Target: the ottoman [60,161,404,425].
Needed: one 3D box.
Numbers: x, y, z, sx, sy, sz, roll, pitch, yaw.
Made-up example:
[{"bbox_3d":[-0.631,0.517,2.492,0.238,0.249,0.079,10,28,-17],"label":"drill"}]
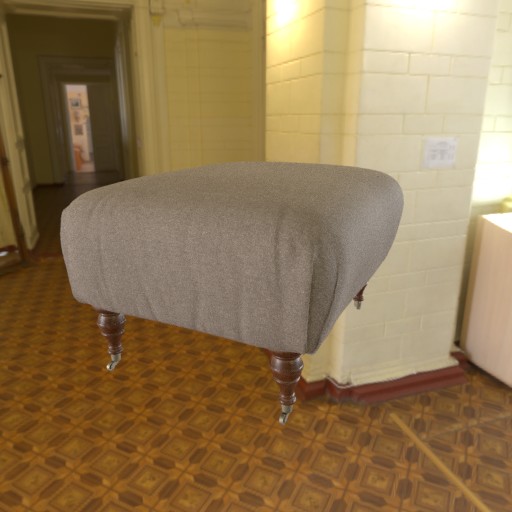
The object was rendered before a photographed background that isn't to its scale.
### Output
[{"bbox_3d":[0.000,0.000,1.136,0.622,0.450,0.747,8,19,25],"label":"ottoman"}]
